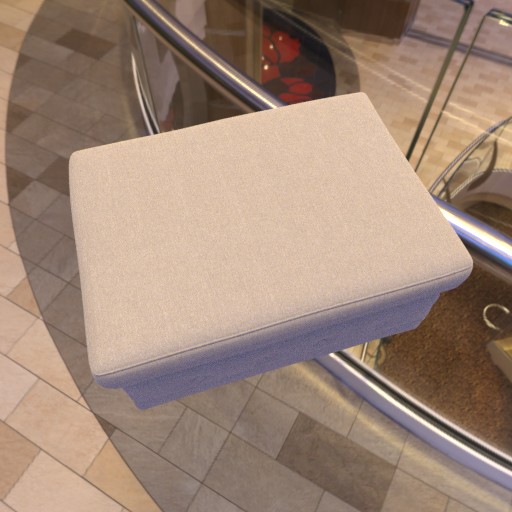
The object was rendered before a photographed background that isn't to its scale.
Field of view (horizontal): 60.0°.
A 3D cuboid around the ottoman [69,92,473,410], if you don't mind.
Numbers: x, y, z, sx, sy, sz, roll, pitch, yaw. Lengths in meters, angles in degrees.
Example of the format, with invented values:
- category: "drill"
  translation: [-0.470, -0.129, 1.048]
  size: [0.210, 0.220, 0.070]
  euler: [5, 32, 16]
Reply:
- category: "ottoman"
  translation: [0.000, 0.000, 1.124]
  size: [0.771, 0.500, 0.569]
  euler: [-14, 59, -9]
